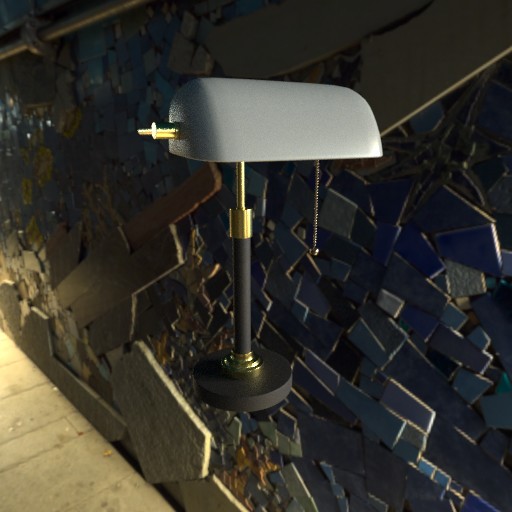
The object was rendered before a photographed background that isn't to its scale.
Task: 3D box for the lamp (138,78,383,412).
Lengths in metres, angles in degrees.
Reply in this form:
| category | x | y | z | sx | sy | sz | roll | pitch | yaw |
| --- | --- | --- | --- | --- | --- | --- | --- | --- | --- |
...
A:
| category | x | y | z | sx | sy | sz | roll | pitch | yaw |
| --- | --- | --- | --- | --- | --- | --- | --- | --- | --- |
| lamp | 0.000 | 0.000 | 0.559 | 0.269 | 0.404 | 0.227 | -8 | 17 | -27 |
